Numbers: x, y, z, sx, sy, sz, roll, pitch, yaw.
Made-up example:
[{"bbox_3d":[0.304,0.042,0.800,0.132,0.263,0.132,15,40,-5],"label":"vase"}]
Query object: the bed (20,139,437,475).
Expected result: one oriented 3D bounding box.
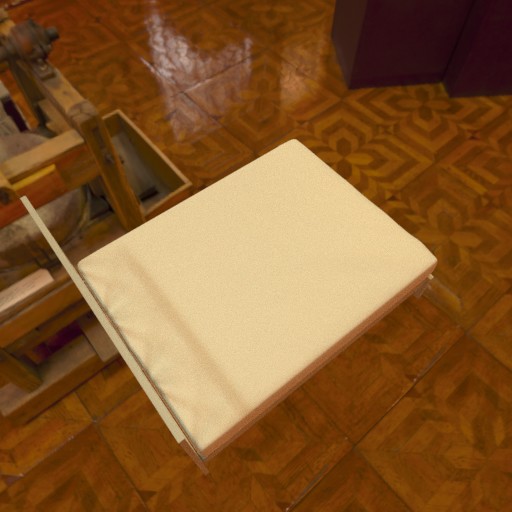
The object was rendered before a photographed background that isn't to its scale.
[{"bbox_3d":[0.000,0.000,3.076,2.135,1.253,1.673,-34,64,-19],"label":"bed"}]
